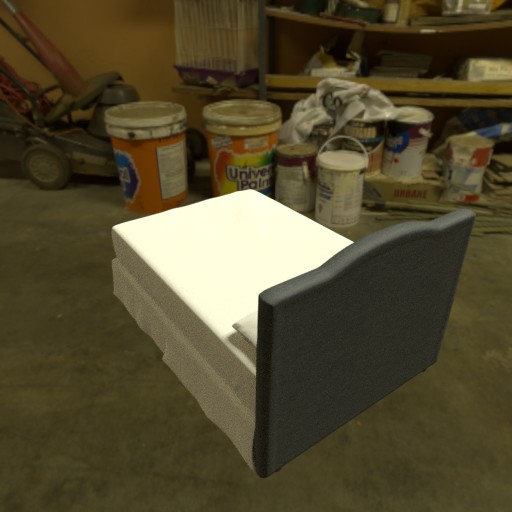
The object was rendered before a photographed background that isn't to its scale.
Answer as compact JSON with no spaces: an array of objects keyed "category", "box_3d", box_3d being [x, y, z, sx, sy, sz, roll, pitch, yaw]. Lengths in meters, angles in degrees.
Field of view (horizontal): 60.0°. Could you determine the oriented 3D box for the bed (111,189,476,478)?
[{"category":"bed","box_3d":[0.000,0.000,3.600,1.747,1.441,2.507,-20,36,-30]}]
